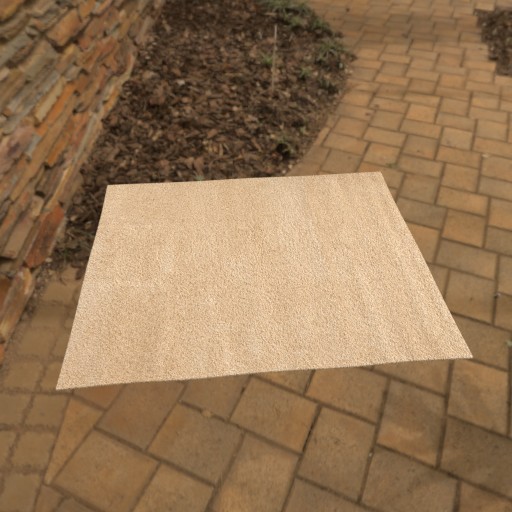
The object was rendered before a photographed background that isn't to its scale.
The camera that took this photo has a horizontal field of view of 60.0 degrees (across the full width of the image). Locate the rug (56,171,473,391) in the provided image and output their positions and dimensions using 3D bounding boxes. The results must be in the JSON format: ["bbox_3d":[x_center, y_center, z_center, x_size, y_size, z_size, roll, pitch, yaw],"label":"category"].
[{"bbox_3d":[0.000,0.000,4.018,3.000,0.025,2.400,-3,45,-3],"label":"rug"}]
